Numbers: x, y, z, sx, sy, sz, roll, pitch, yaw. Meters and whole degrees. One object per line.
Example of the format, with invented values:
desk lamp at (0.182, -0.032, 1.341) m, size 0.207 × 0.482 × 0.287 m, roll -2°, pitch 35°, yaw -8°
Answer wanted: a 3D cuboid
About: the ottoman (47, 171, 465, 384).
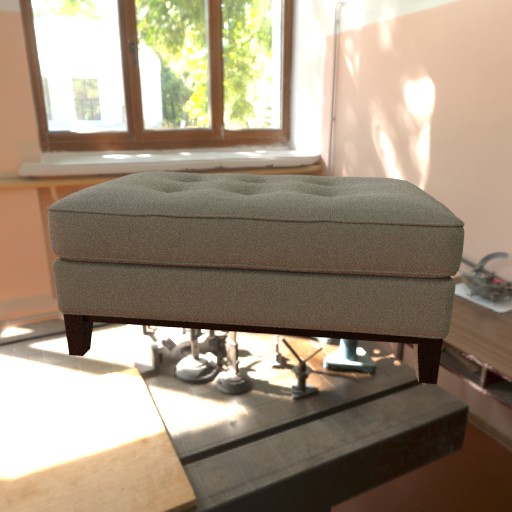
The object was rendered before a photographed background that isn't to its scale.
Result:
ottoman at (0.000, 0.000, 1.503) m, size 1.143 × 0.508 × 0.648 m, roll 2°, pitch 17°, yaw 8°
